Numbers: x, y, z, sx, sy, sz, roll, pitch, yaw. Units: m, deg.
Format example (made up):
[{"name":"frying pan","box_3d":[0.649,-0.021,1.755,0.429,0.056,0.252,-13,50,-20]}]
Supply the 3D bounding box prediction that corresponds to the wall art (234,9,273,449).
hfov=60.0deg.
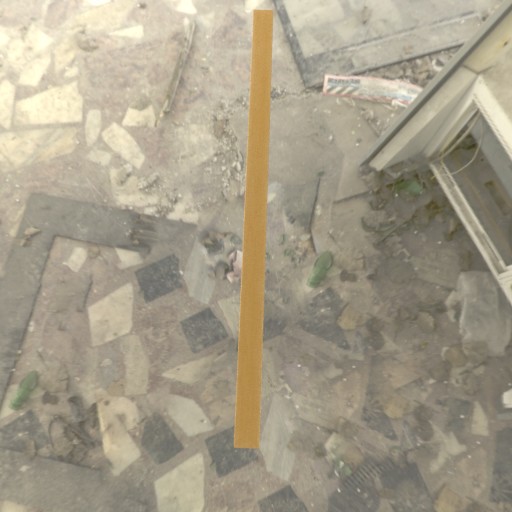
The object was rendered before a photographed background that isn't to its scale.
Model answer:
[{"name":"wall art","box_3d":[0.000,0.000,1.106,0.037,0.760,0.762,2,76,0]}]
